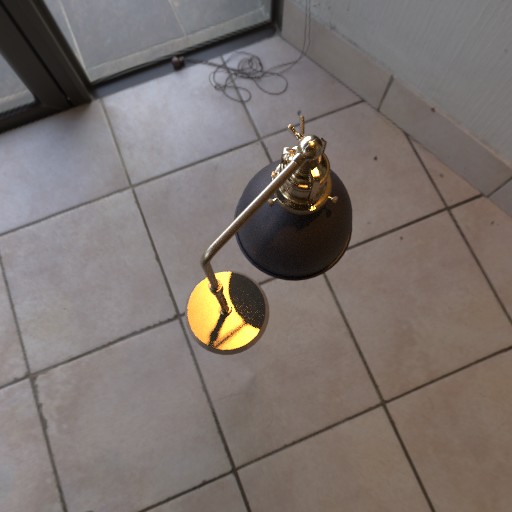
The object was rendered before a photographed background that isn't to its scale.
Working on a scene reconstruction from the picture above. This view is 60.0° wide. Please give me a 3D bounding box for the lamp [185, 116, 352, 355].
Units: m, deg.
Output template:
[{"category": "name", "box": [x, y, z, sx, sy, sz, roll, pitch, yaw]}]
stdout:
[{"category": "lamp", "box": [0.000, 0.000, 0.597, 0.291, 0.456, 0.160, -40, 79, -10]}]
